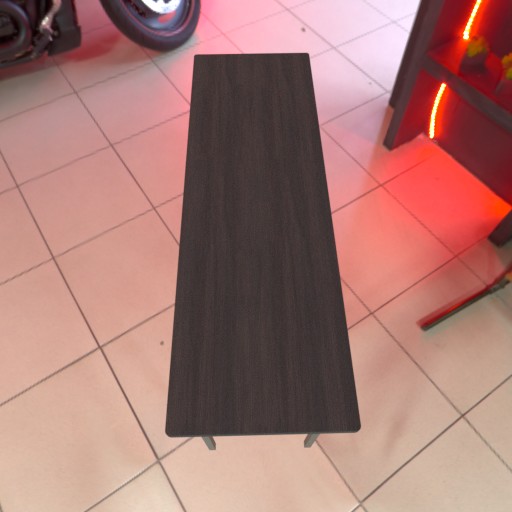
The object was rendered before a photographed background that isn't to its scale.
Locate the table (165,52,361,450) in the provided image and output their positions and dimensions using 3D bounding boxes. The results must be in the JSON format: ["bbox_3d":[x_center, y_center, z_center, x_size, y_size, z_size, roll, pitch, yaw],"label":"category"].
[{"bbox_3d":[0.000,0.000,1.692,0.449,0.750,1.399,-1,59,-1],"label":"table"}]
